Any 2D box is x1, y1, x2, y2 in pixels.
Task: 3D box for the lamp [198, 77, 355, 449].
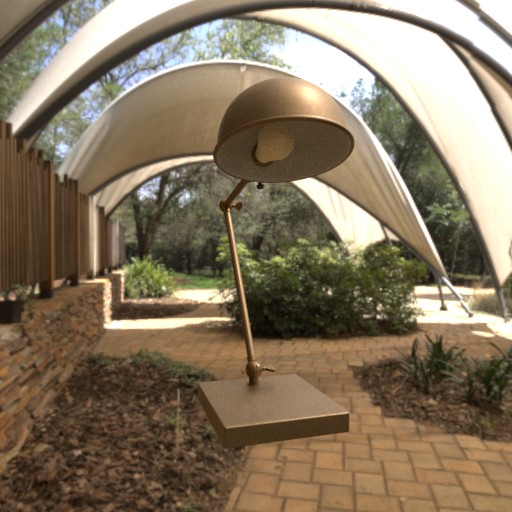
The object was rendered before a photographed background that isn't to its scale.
[{"bbox_3d":[0.000,0.000,0.566,0.149,0.371,0.339,0,1,-17],"label":"lamp"}]
